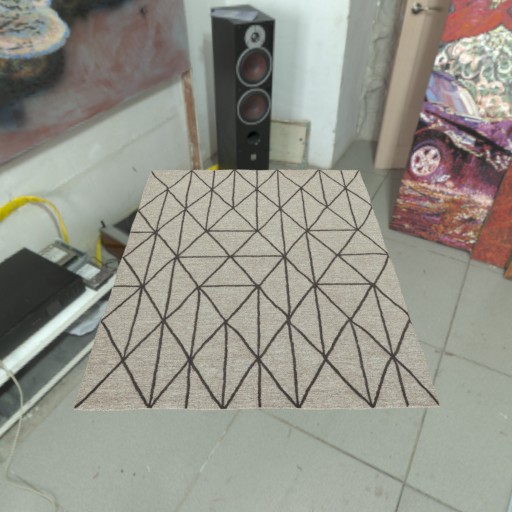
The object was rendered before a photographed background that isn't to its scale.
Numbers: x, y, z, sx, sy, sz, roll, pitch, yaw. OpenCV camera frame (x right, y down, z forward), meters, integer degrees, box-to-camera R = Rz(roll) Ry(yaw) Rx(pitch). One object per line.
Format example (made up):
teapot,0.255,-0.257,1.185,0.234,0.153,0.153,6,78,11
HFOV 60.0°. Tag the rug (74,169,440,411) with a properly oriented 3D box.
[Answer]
rug,0.000,0.000,4.081,2.468,0.022,3.061,0,42,0
